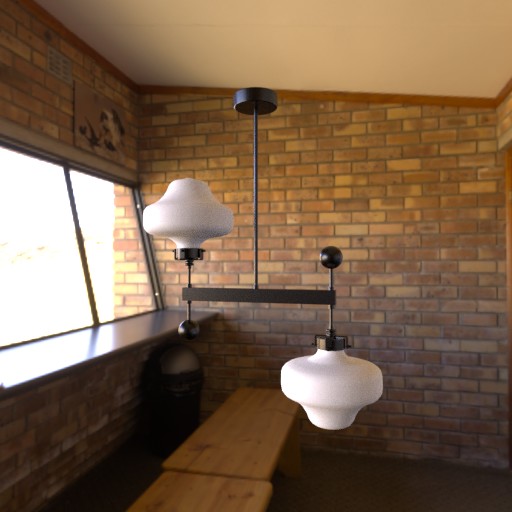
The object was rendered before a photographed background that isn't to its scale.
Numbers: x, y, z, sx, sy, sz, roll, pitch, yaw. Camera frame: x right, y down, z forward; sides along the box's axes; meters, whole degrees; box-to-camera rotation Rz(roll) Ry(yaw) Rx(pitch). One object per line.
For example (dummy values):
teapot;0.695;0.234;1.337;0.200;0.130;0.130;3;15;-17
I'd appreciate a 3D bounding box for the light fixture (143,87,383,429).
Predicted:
light fixture;0.000;0.000;1.019;0.489;0.743;0.422;0;-1;-19
